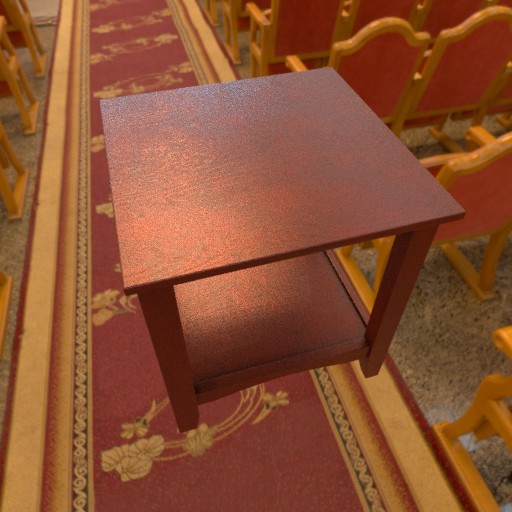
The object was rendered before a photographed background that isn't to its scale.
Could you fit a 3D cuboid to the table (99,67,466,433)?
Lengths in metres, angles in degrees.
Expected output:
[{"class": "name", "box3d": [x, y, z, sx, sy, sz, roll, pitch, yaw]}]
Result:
[{"class": "table", "box3d": [0.000, 0.000, 0.975, 0.523, 0.558, 0.522, -11, 48, -10]}]
